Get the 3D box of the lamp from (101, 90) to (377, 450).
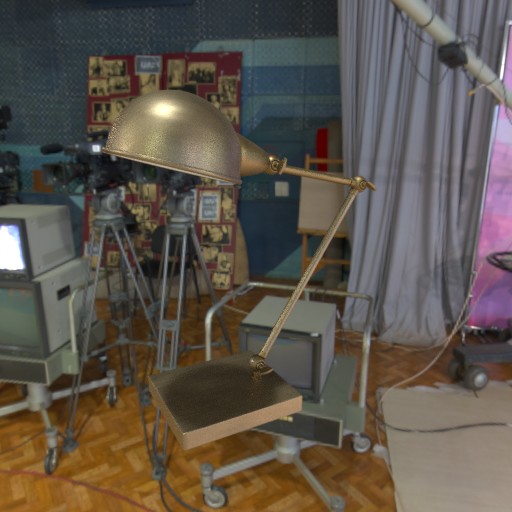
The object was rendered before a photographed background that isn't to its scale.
[{"bbox_3d":[0.000,0.000,0.540,0.339,0.371,0.149,-8,17,-28],"label":"lamp"}]
